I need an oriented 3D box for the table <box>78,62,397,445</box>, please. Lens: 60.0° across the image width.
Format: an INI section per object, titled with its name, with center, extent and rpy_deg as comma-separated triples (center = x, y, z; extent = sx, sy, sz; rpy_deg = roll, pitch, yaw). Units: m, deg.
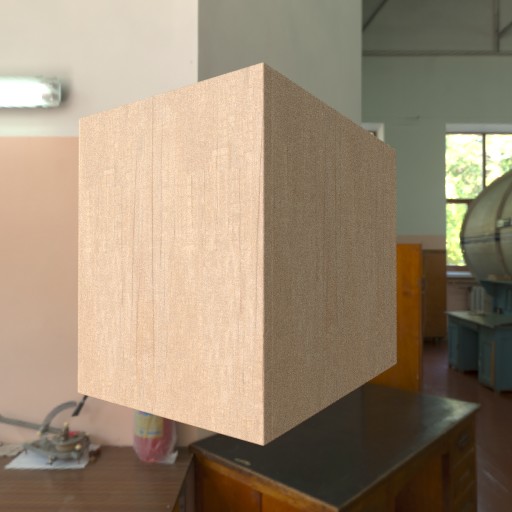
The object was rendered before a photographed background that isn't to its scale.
[table]
center = 0.000, 0.000, 0.940
extent = 0.420, 0.510, 0.570
rpy_deg = 0, -1, 35
